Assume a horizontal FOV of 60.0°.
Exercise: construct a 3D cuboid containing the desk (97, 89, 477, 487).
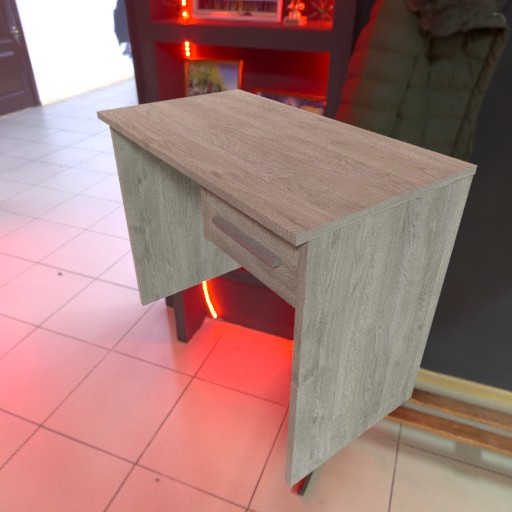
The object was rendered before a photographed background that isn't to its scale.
[{"bbox_3d":[0.000,0.000,1.304,0.498,0.724,0.893,-21,38,-30],"label":"desk"}]
